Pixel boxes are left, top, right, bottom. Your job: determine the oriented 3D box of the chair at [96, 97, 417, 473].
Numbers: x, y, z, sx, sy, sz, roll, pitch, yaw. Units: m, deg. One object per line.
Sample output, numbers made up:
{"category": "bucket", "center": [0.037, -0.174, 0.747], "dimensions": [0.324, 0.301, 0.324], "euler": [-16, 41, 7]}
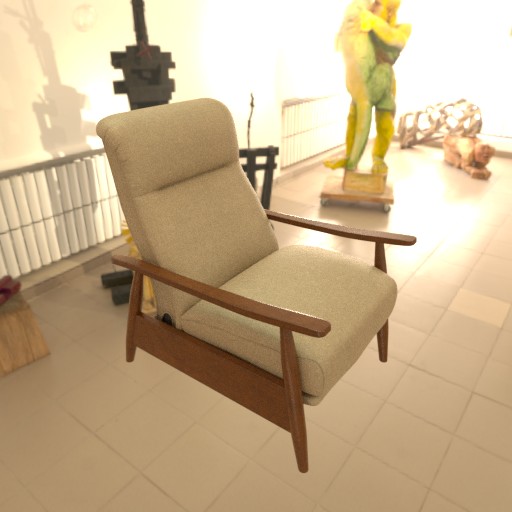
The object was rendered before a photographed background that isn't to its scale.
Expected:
{"category": "chair", "center": [0.000, 0.000, 1.789], "dimensions": [1.030, 1.082, 0.762], "euler": [19, 34, 32]}
